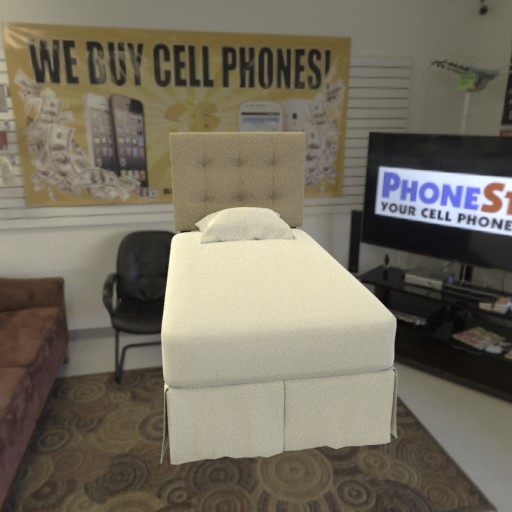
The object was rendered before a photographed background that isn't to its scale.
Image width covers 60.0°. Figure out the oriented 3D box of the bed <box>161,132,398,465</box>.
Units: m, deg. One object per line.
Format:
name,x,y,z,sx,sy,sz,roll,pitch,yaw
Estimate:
bed,0.000,0.000,2.994,1.261,1.571,1.997,-3,17,-8
